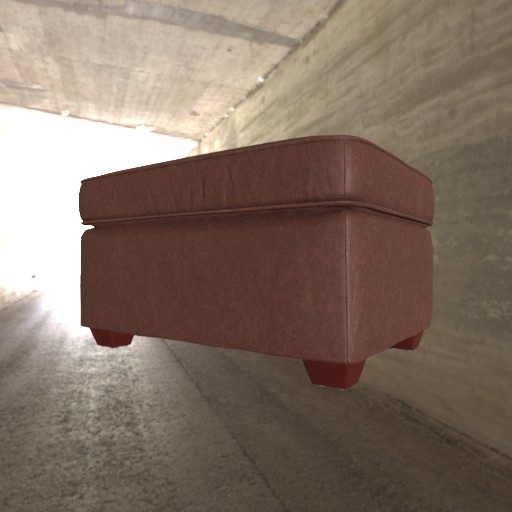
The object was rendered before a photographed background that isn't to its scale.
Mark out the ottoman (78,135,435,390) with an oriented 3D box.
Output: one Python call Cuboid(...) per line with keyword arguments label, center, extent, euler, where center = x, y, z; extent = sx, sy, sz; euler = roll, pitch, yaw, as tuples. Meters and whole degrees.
Cuboid(label="ottoman", center=(0.000, 0.000, 1.097), extent=(0.749, 0.449, 0.548), euler=(0, -1, 35))
